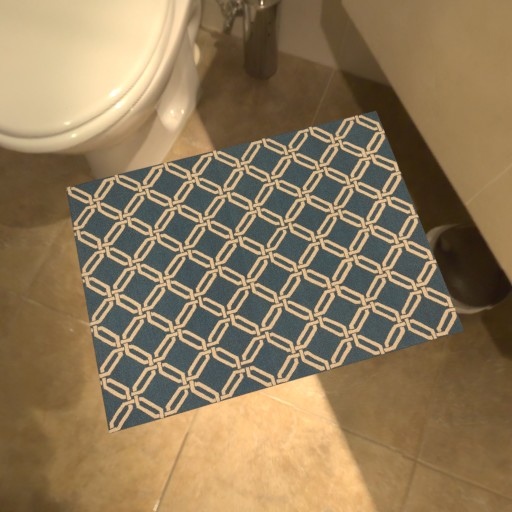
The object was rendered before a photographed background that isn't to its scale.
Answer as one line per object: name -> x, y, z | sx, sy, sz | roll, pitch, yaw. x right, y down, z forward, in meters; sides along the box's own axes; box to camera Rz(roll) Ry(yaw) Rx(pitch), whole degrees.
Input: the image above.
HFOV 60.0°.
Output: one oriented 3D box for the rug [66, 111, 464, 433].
rug -> 0.000, 0.000, 4.318 | 3.342, 0.018, 2.432 | -15, 75, -4
